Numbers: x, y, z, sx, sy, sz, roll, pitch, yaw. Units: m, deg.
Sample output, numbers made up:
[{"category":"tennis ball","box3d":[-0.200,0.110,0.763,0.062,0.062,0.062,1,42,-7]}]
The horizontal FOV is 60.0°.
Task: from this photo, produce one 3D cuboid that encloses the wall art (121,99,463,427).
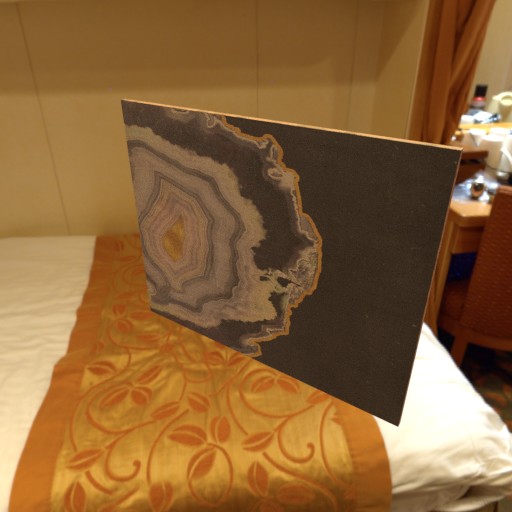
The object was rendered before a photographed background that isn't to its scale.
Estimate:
[{"category":"wall art","box3d":[0.000,0.000,0.675,0.508,0.408,0.010,18,34,29]}]
